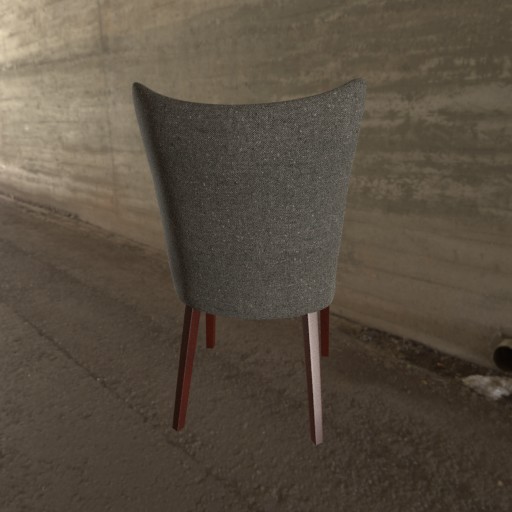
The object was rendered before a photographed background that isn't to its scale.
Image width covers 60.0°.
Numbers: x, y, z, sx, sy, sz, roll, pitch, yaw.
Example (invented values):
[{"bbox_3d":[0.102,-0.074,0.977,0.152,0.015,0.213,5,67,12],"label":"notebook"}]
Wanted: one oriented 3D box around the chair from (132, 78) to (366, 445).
[{"bbox_3d":[0.000,0.000,1.288,0.535,0.924,0.623,2,17,8],"label":"chair"}]
